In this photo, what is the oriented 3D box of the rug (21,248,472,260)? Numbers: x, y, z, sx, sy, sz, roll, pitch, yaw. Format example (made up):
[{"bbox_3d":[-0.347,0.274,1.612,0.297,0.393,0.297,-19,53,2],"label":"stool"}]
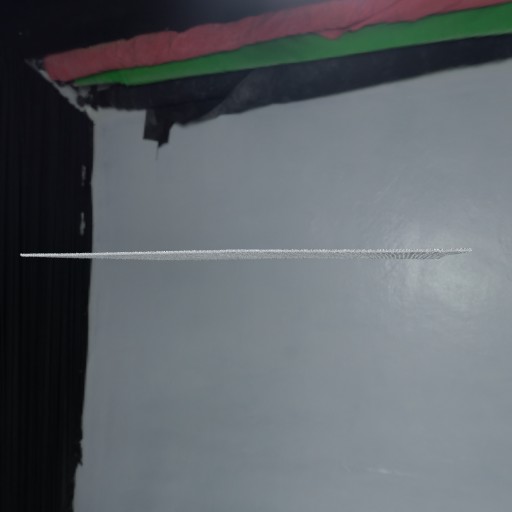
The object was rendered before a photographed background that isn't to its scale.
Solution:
[{"bbox_3d":[0.000,0.000,2.181,1.773,0.021,1.149,0,-2,18],"label":"rug"}]
